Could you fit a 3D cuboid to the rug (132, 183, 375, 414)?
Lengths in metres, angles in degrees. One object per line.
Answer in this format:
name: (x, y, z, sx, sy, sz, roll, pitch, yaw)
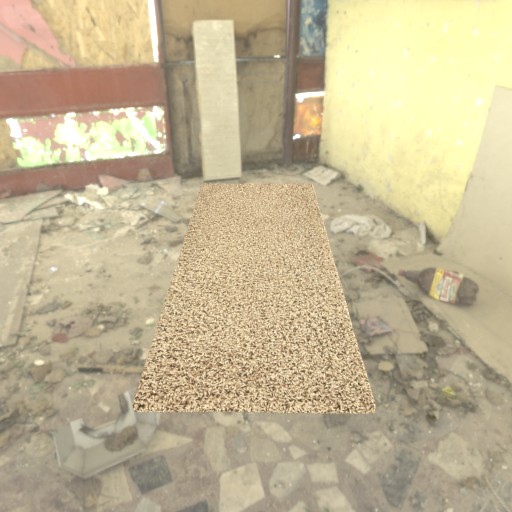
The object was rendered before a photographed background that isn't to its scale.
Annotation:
rug: (0.000, 0.000, 1.757, 0.609, 0.030, 1.524, 0, 30, 0)
